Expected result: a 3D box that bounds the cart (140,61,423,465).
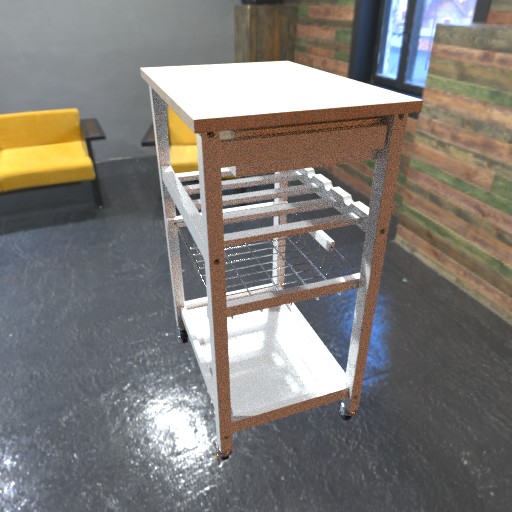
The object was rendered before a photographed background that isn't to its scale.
[{"bbox_3d":[0.000,0.000,1.154,0.406,0.857,0.578,-11,32,-17],"label":"cart"}]
